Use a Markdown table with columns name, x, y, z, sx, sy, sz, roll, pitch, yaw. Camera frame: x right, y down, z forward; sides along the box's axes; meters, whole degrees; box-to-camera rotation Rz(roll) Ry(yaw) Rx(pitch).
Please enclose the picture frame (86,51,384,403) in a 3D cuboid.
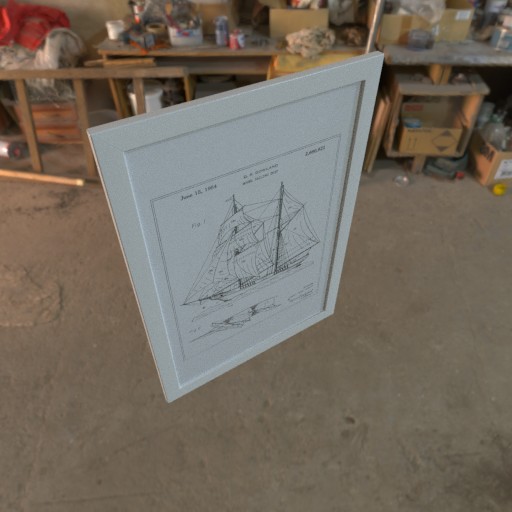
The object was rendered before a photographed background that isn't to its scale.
| name | x | y | z | sx | sy | sz | roll | pitch | yaw |
| --- | --- | --- | --- | --- | --- | --- | --- | --- | --- |
| picture frame | 0.000 | 0.000 | 0.683 | 0.381 | 0.534 | 0.012 | -24 | 49 | -22 |
